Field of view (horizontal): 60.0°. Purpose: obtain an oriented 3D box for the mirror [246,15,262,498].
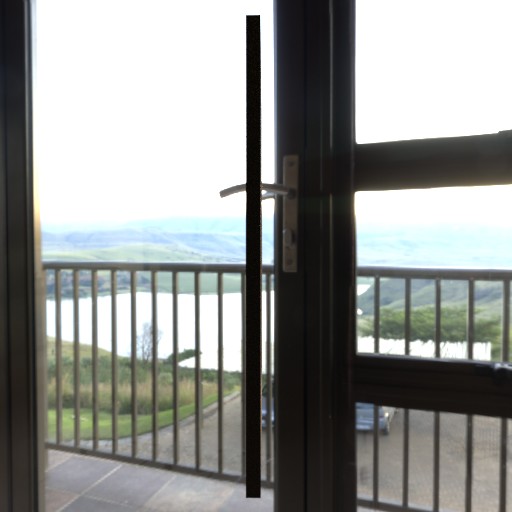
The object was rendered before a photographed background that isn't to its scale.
[{"bbox_3d":[0.000,0.000,1.498,0.038,1.219,0.762,0,1,1],"label":"mirror"}]
